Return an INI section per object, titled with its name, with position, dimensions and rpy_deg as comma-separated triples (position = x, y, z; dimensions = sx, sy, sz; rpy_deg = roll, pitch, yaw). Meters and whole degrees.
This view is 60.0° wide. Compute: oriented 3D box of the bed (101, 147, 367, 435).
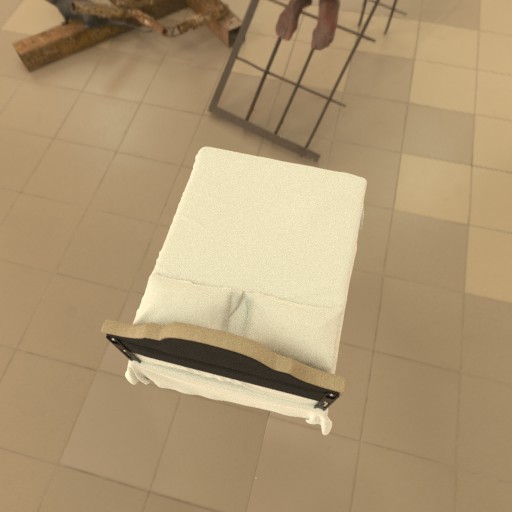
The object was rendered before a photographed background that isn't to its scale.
[bed]
position = 0.000, 0.000, 3.552
dimensions = 1.780, 1.634, 2.222
rpy_deg = 13, 64, 6
